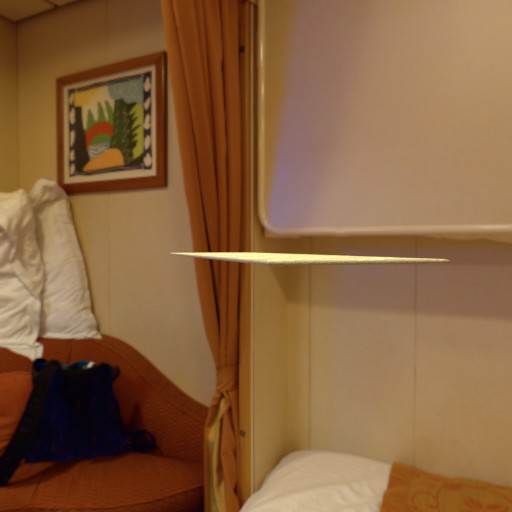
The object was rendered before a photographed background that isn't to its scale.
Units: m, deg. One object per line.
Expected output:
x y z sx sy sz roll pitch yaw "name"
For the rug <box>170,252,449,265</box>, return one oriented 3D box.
0.000 0.000 2.529 0.678 0.014 2.276 0 1 -19 "rug"
